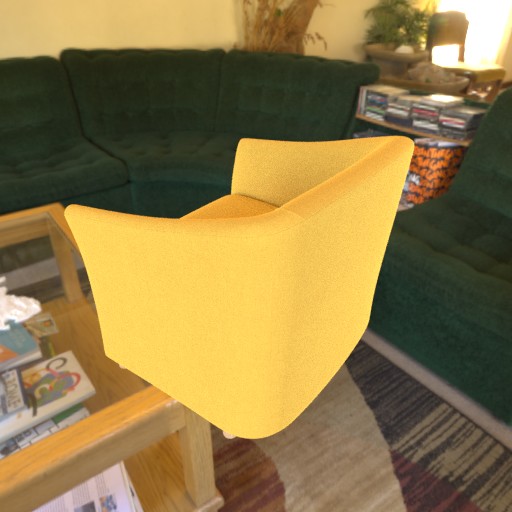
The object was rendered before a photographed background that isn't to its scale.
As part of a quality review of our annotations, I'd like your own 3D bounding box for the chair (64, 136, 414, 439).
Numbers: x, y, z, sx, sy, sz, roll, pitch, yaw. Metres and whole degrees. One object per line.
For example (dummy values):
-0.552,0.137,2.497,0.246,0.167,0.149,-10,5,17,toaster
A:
0.000,0.000,1.368,0.700,0.720,0.790,21,37,30,chair
